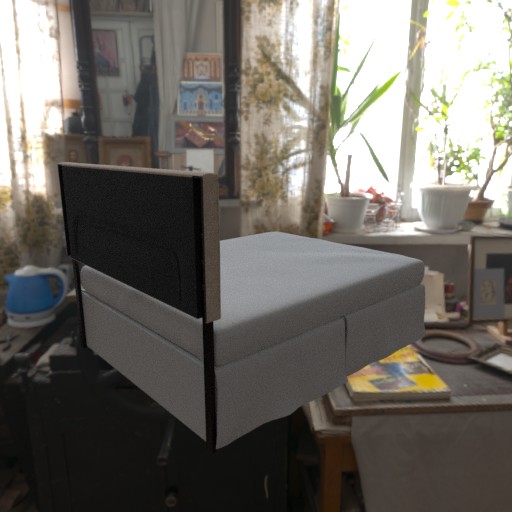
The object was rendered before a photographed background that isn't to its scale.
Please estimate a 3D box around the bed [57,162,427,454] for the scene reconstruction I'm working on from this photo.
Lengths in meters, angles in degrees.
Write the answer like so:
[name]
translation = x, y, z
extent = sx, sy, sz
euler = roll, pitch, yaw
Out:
[bed]
translation = 0.000, 0.000, 3.049
extent = 1.978, 1.270, 1.643
euler = -12, 19, -41
